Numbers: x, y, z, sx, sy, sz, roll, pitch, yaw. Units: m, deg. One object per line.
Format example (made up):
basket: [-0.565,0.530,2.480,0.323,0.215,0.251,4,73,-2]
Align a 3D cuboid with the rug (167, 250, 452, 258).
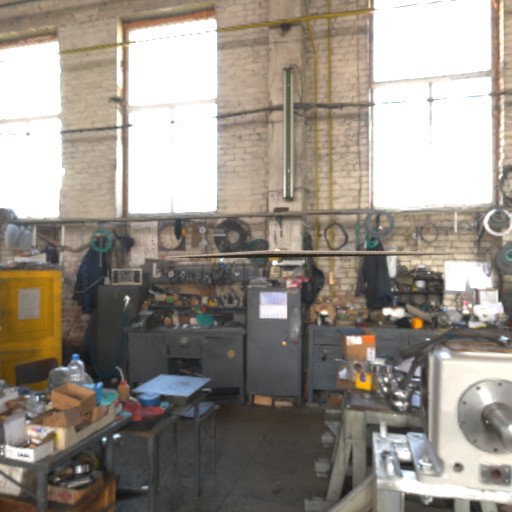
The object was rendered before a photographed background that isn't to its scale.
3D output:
rug: [0.000,0.000,2.729,0.769,0.012,2.448,0,-1,-19]
